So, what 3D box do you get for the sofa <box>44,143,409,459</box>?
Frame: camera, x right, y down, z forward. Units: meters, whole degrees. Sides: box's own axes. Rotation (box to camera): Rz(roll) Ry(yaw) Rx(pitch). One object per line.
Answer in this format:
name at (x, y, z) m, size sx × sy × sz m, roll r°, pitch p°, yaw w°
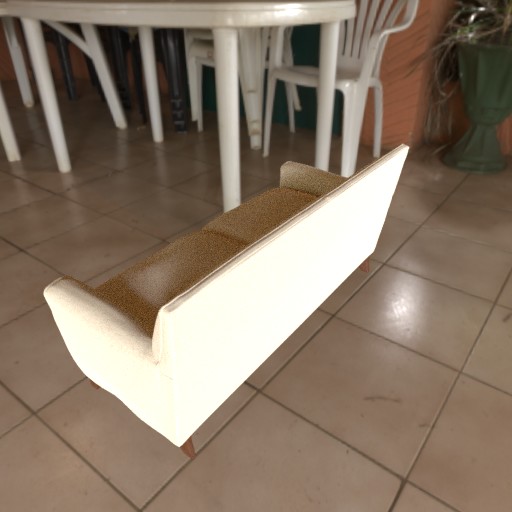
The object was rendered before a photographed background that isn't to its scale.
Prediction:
sofa at (0.000, 0.000, 2.426) m, size 0.841 × 0.907 × 2.001 m, roll 21°, pitch 37°, yaw 30°
